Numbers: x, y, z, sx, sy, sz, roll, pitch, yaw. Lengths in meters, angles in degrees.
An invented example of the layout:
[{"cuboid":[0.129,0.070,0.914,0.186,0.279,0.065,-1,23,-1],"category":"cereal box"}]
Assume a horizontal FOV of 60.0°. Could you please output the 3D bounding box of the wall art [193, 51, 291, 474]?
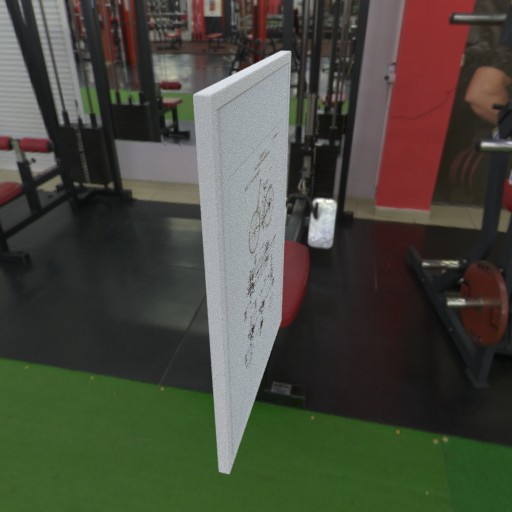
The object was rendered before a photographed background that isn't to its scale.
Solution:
[{"cuboid":[0.000,0.000,0.603,0.015,0.477,0.332,8,31,13],"category":"wall art"}]
